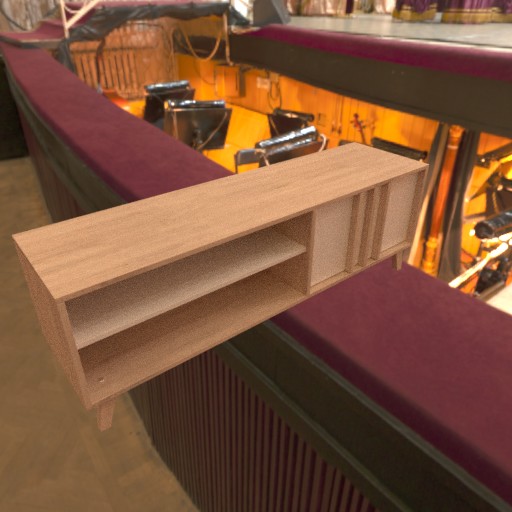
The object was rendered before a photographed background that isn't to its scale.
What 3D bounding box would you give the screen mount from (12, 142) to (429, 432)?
[{"bbox_3d":[0.000,0.000,1.687,1.500,0.510,0.400,-22,37,-32],"label":"screen mount"}]
